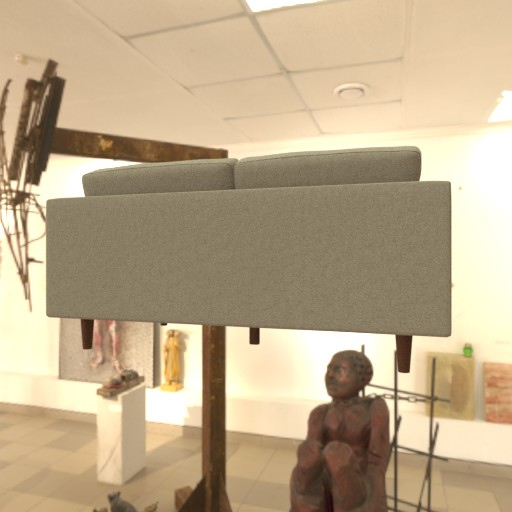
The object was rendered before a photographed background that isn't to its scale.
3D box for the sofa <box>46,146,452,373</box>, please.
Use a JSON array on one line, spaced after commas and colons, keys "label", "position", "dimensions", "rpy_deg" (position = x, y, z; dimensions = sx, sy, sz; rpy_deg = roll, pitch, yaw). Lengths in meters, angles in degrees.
[{"label": "sofa", "position": [0.000, 0.000, 2.269], "dimensions": [1.731, 0.900, 1.000], "rpy_deg": [0, 0, 17]}]
